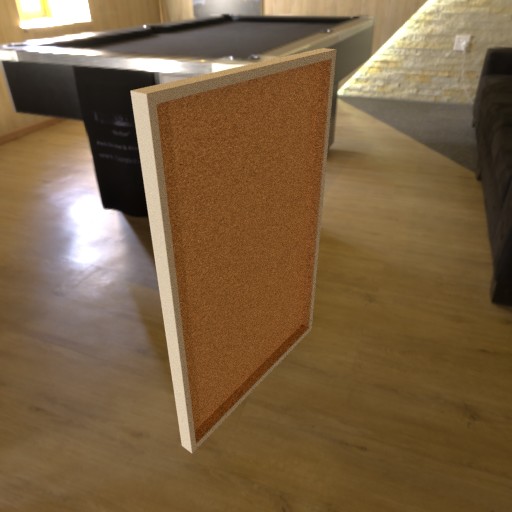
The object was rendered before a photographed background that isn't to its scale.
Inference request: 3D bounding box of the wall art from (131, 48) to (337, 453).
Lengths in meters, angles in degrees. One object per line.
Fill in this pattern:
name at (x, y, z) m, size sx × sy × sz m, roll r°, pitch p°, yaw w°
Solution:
wall art at (0.000, 0.000, 1.144) m, size 0.038 × 0.914 × 0.610 m, roll 22°, pitch 38°, yaw 31°
